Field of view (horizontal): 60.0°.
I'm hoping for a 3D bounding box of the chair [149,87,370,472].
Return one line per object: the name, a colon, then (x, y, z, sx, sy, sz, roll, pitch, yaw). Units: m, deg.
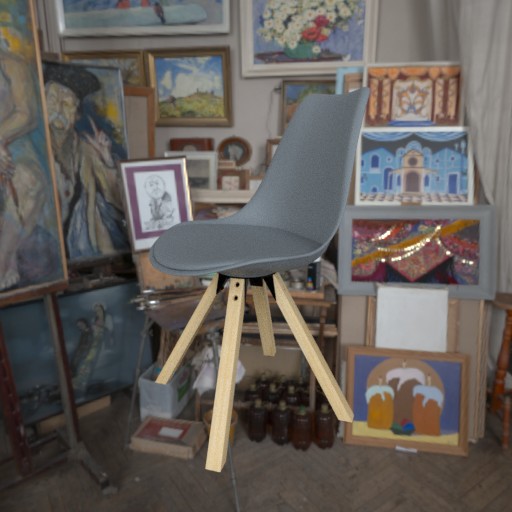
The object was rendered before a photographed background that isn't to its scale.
chair: (0.000, 0.000, 1.179, 0.549, 0.850, 0.485, -8, 17, -27)
